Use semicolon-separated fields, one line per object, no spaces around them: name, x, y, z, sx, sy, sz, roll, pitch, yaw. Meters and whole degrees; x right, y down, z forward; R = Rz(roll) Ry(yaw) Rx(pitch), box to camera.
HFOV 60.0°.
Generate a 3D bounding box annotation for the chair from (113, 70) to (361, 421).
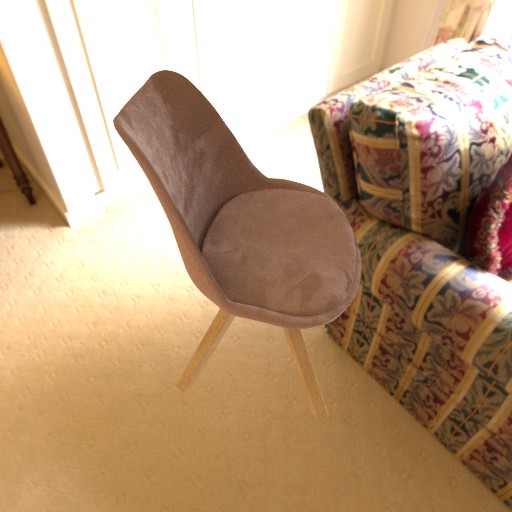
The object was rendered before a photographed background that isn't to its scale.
chair;0.000;0.000;1.177;0.550;0.850;0.485;9;48;8
